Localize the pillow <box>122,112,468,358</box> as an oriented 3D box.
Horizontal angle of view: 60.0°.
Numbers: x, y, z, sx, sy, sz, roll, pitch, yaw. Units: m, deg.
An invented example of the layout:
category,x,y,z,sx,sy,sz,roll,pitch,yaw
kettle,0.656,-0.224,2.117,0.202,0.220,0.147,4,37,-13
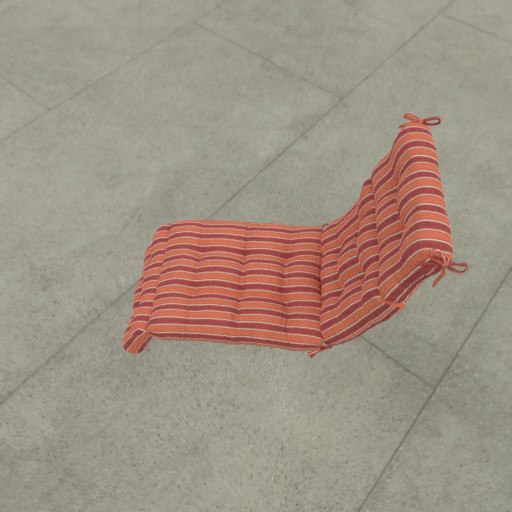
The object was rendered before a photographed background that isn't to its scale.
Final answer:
category,x,y,z,sx,sy,sz,roll,pitch,yaw
pillow,0.000,0.000,1.495,1.016,0.863,0.526,4,58,3
